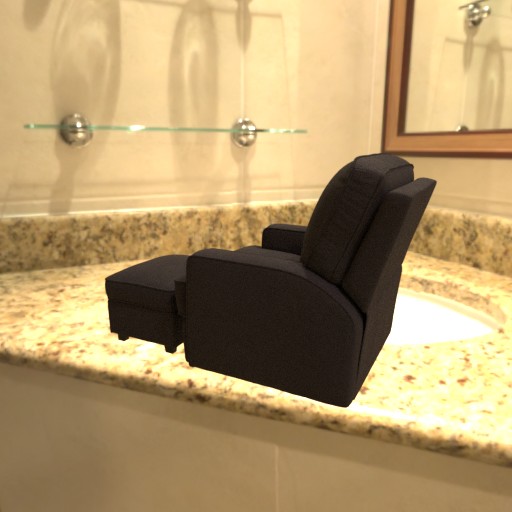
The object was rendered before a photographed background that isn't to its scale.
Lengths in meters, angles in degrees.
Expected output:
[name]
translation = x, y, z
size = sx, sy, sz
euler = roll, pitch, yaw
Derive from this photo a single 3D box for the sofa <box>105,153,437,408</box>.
[sofa]
translation = 0.000, 0.000, 2.109
size = 1.472, 0.959, 0.861
euler = 7, 16, 26
